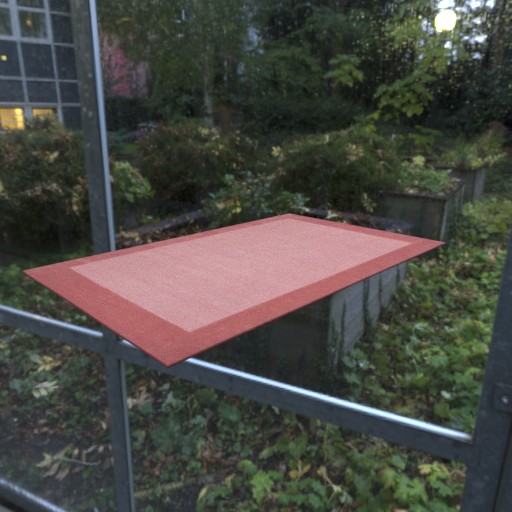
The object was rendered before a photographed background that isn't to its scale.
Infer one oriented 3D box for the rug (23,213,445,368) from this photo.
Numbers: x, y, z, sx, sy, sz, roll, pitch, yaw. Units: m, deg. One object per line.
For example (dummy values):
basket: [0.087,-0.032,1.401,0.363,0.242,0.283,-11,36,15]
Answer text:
rug: [0.000,0.000,2.961,1.524,0.014,2.438,16,23,43]
